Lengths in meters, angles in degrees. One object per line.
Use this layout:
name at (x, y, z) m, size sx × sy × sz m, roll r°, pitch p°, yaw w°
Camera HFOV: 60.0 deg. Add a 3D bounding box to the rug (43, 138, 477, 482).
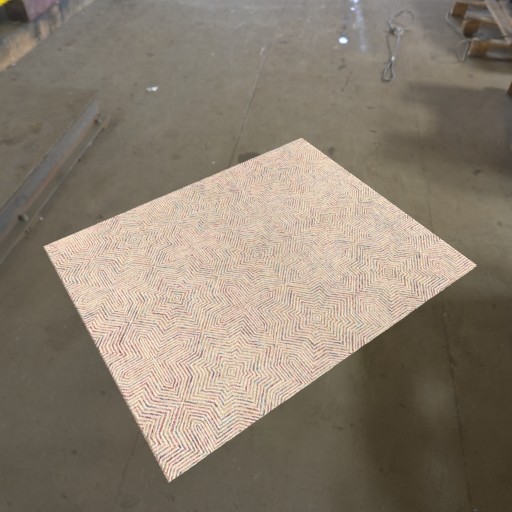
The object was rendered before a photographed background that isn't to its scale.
rug at (0.000, 0.000, 3.981) m, size 3.046 × 0.008 × 2.442 m, roll -28°, pitch 54°, yaw -23°
